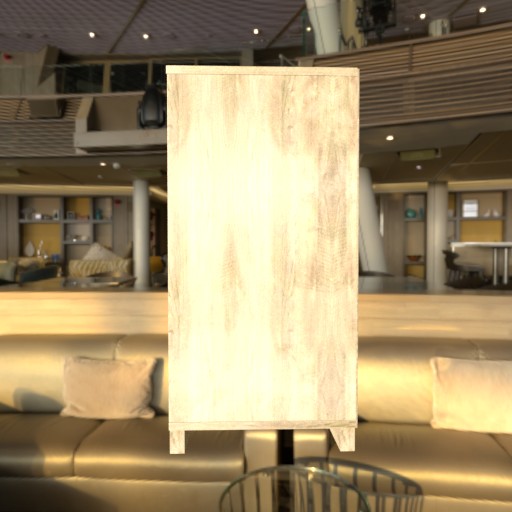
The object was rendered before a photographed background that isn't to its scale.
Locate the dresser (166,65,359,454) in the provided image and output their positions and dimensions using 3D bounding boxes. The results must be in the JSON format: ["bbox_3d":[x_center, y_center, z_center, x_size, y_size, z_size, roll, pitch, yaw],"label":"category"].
[{"bbox_3d":[0.000,0.000,1.431,0.404,0.816,0.994,0,1,-2],"label":"dresser"}]
